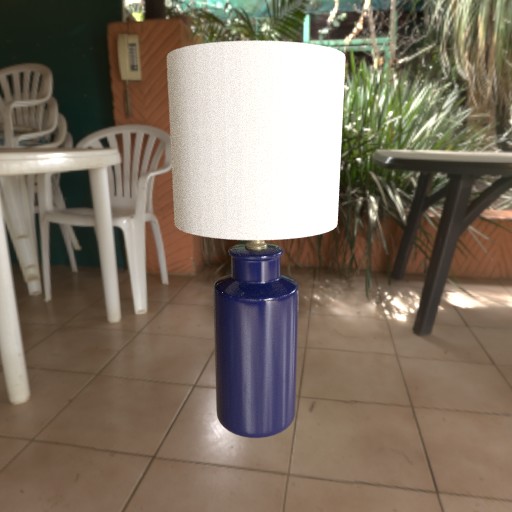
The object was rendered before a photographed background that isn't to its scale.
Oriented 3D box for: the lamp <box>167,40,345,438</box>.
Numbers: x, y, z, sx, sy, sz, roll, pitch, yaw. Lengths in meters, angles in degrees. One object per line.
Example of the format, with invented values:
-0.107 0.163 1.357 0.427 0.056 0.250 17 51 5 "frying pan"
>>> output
0.000 0.000 0.599 0.212 0.493 0.212 2 15 8 "lamp"
